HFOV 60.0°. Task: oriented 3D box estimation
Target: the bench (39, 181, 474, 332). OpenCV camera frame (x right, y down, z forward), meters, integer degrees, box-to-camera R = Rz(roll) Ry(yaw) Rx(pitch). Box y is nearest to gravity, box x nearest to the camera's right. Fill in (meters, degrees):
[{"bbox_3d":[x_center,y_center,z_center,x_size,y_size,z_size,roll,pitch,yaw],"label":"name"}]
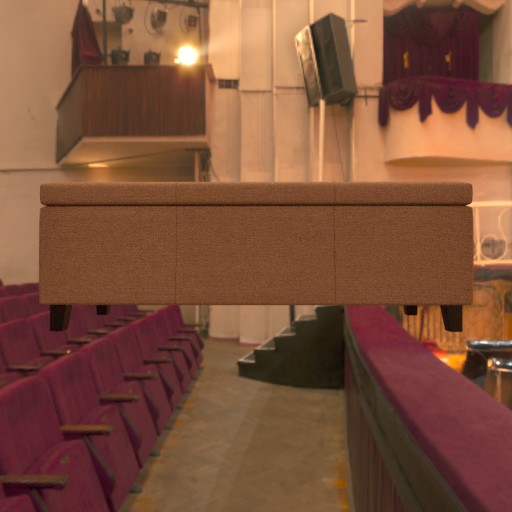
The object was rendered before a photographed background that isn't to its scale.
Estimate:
[{"bbox_3d":[0.000,0.000,1.479,1.269,0.438,0.446,0,0,1],"label":"bench"}]
